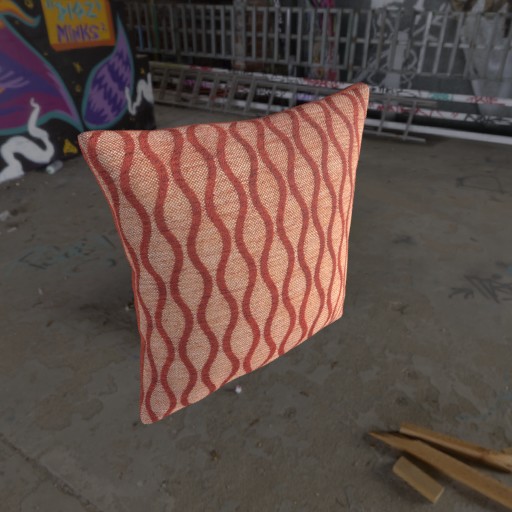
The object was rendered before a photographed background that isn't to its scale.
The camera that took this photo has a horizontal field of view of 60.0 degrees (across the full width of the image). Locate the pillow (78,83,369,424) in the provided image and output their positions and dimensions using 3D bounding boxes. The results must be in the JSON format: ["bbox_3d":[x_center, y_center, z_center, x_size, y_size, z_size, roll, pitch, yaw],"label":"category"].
[{"bbox_3d":[0.000,0.000,0.647,0.429,0.434,0.159,-22,37,-33],"label":"pillow"}]
